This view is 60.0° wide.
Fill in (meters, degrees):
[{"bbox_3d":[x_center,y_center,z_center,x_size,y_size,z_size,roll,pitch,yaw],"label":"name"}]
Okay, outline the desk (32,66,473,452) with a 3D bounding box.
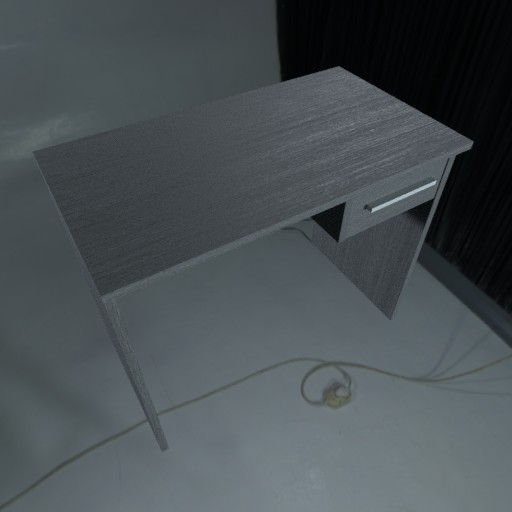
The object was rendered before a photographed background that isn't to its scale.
[{"bbox_3d":[0.000,0.000,1.283,0.893,0.724,0.498,-24,50,-21],"label":"desk"}]
